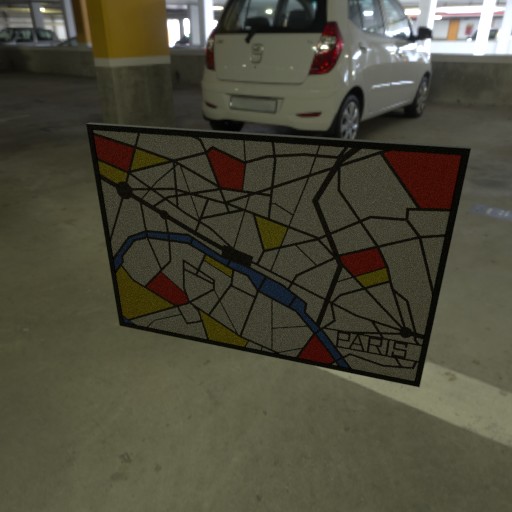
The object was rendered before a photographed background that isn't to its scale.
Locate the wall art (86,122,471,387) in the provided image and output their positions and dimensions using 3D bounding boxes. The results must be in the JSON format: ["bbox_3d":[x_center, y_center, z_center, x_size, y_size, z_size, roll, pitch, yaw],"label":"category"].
[{"bbox_3d":[0.000,0.000,0.847,0.664,0.458,0.013,8,28,16],"label":"wall art"}]
